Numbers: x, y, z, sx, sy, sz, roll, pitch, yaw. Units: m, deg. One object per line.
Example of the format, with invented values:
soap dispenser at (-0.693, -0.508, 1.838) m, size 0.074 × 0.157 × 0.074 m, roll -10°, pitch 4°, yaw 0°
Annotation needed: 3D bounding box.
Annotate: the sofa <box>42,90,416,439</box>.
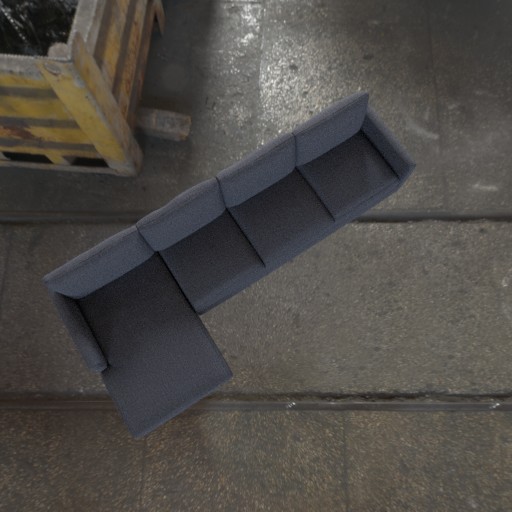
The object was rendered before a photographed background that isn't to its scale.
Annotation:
sofa at (0.000, 0.000, 2.900) m, size 2.445 × 0.673 × 1.125 m, roll -32°, pitch 77°, yaw -8°
